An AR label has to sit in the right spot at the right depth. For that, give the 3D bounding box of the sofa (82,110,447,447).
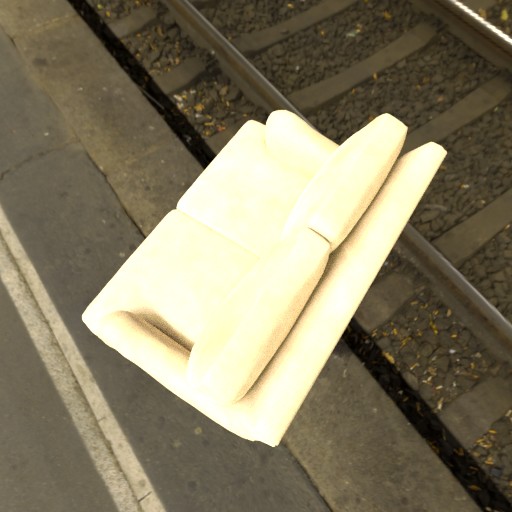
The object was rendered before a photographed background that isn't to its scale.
[{"bbox_3d":[0.000,0.000,2.207,1.086,1.087,1.498,30,68,14],"label":"sofa"}]
